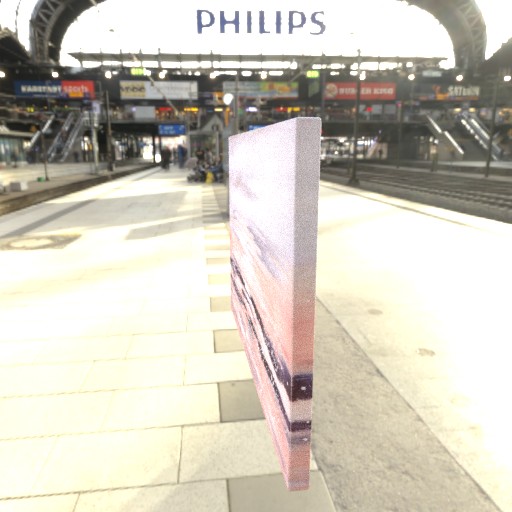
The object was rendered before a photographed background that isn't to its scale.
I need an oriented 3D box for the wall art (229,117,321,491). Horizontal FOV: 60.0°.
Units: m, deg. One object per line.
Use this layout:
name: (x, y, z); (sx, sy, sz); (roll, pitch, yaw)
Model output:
wall art: (0.000, 0.000, 1.122); (0.038, 0.609, 0.913); (-2, 14, -9)
